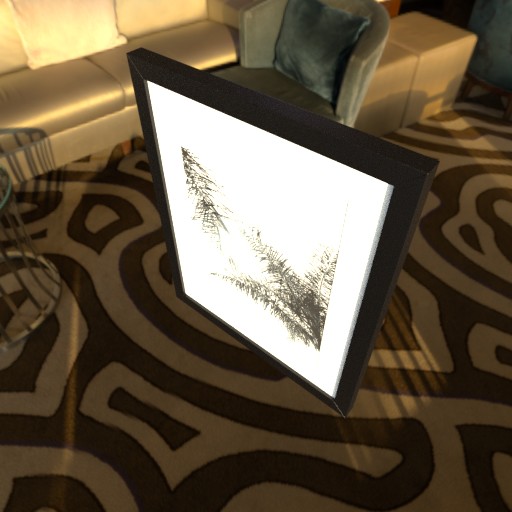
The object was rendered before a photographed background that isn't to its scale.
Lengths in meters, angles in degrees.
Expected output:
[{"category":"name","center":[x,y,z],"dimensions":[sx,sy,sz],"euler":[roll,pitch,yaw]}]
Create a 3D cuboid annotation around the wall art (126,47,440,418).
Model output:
[{"category":"wall art","center":[0.000,0.000,0.741],"dimensions":[0.457,0.557,0.028],"euler":[31,53,26]}]
